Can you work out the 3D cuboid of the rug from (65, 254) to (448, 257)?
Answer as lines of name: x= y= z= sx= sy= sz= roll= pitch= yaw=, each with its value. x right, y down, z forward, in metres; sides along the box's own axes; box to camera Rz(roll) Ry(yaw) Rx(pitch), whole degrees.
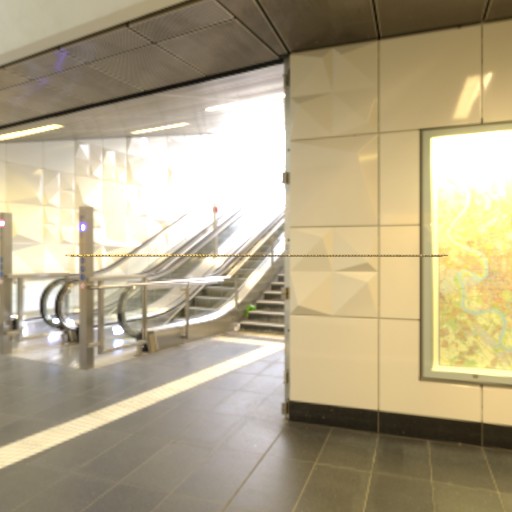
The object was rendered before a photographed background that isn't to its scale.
rug: x=0.000 y=0.000 z=4.139 sx=2.143 sy=0.015 sz=3.422 roll=0 pitch=0 yaw=0
